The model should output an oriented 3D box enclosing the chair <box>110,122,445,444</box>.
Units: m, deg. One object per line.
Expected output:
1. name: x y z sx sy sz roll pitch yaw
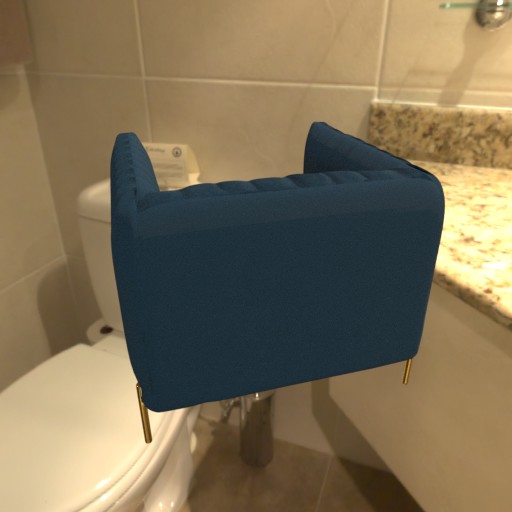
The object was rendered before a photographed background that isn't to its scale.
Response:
1. chair: 0.000 0.000 1.607 0.947 0.793 0.877 -8 28 -14
